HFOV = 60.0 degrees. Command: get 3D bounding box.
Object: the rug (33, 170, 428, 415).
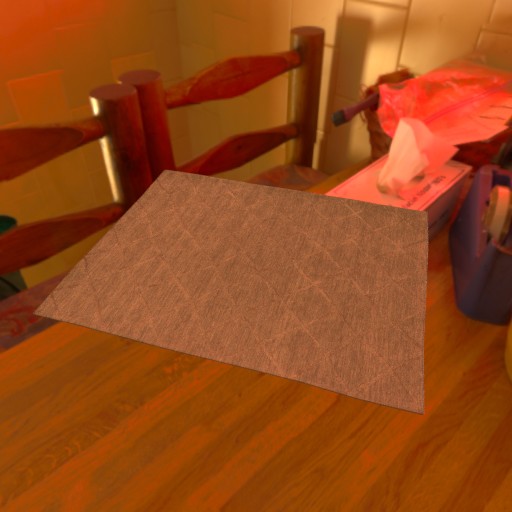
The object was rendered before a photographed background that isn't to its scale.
[{"bbox_3d":[0.000,0.000,4.105,3.048,0.013,2.438,11,42,13],"label":"rug"}]
